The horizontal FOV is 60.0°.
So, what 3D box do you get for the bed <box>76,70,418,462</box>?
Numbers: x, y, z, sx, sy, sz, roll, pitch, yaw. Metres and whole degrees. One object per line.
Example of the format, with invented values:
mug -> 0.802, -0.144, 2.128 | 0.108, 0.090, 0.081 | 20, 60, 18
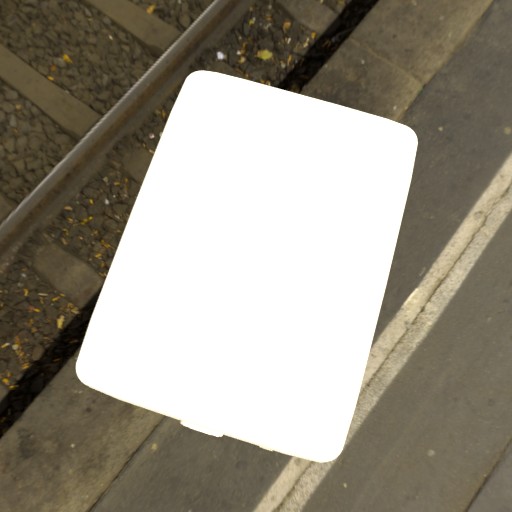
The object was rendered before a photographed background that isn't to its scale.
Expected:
bed -> 0.000, 0.000, 2.628 | 1.520, 0.460, 2.036 | 17, 78, 4
